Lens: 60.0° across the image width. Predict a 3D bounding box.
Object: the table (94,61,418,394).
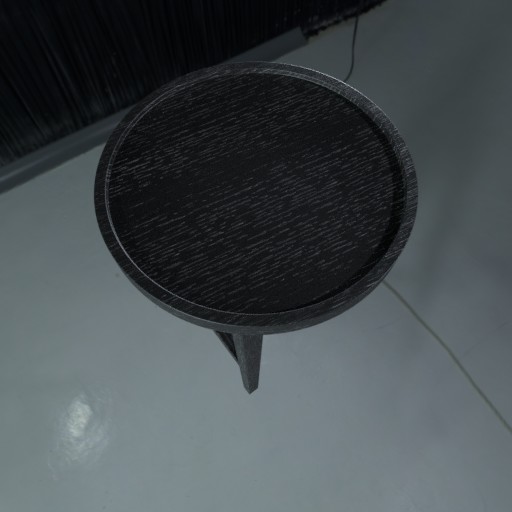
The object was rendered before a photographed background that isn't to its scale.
[{"bbox_3d":[0.000,0.000,0.757,0.399,0.460,0.399,0,63,0],"label":"table"}]
